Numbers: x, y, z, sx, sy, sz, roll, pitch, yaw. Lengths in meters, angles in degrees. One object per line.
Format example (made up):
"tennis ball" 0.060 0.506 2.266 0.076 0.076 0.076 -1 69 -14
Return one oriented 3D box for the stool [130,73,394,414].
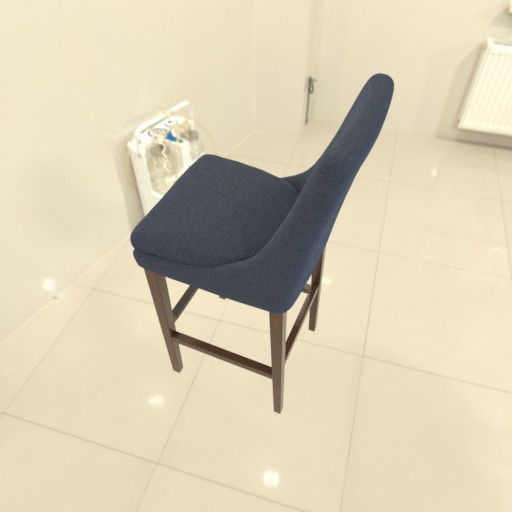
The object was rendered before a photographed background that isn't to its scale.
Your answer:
"stool" 0.000 0.000 1.378 0.577 1.078 0.470 17 48 16
